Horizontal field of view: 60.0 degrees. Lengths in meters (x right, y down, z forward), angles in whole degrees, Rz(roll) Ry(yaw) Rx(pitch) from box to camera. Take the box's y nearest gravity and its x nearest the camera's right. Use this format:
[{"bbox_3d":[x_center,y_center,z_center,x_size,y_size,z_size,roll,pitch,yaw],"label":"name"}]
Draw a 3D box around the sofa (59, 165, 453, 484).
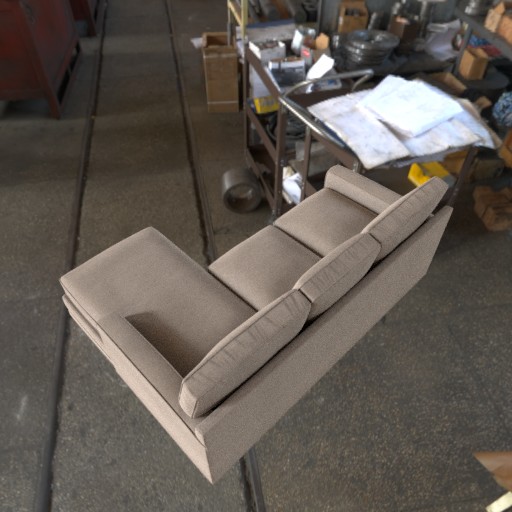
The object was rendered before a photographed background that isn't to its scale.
[{"bbox_3d":[0.000,0.000,2.867,2.087,0.861,1.496,-35,56,-29],"label":"sofa"}]
